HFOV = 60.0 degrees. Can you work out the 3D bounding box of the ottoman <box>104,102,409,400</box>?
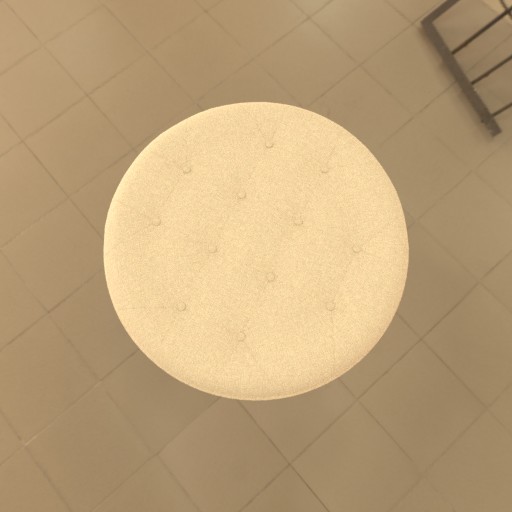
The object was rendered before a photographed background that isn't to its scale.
[{"bbox_3d":[0.000,0.000,1.400,0.848,0.494,0.848,0,76,0],"label":"ottoman"}]
